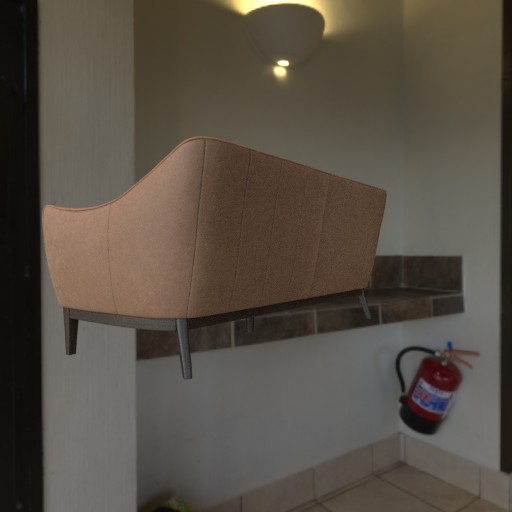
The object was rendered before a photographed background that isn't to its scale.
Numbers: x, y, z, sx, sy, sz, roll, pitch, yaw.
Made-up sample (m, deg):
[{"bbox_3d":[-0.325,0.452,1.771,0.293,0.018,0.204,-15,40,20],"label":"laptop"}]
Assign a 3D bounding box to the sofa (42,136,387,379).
[{"bbox_3d":[0.000,0.000,2.376,0.869,0.830,1.928,1,1,36],"label":"sofa"}]
